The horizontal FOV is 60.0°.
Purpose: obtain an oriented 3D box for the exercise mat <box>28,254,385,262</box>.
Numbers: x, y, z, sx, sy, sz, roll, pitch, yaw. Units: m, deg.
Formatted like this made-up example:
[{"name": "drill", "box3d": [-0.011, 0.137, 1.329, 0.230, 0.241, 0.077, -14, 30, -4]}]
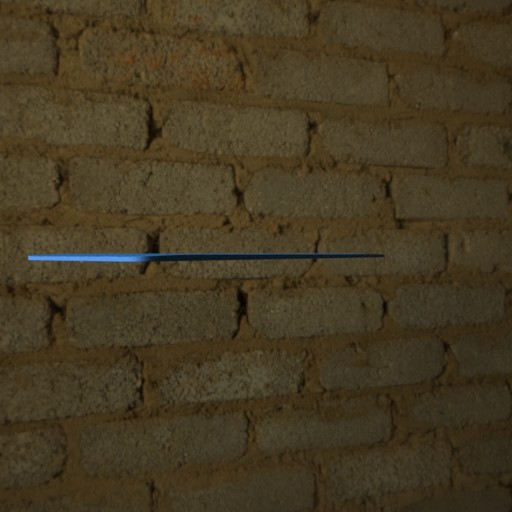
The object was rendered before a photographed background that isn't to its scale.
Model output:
[{"name": "exercise mat", "box3d": [0.000, 0.000, 2.083, 0.616, 0.021, 1.869, 0, 0, 36]}]
